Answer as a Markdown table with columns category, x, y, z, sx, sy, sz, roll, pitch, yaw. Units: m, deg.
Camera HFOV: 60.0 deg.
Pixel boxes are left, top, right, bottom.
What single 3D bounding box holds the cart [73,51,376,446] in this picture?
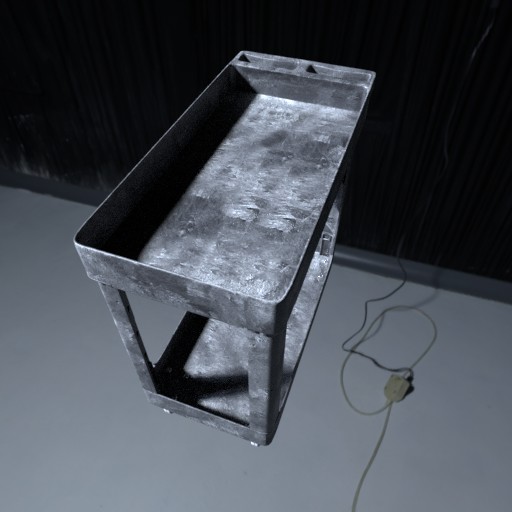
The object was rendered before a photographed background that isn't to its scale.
| category | x | y | z | sx | sy | sz | roll | pitch | yaw |
| --- | --- | --- | --- | --- | --- | --- | --- | --- | --- |
| cart | 0.000 | 0.000 | 1.342 | 0.420 | 0.824 | 0.877 | 15 | 50 | 13 |
